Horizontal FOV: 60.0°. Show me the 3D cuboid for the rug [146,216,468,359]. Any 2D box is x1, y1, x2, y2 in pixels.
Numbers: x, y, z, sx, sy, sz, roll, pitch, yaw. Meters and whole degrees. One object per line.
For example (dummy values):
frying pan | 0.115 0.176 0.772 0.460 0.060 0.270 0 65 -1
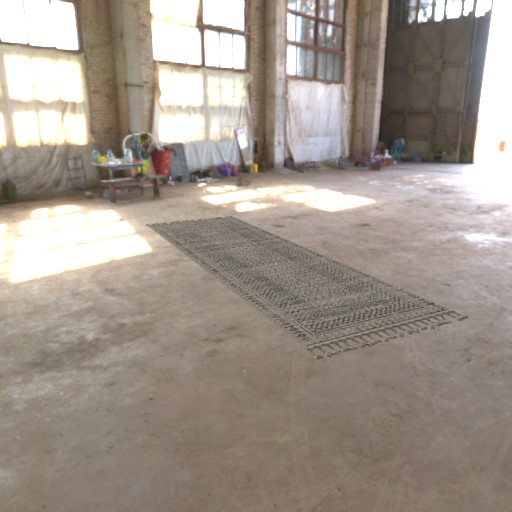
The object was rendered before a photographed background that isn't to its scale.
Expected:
rug | 0.000 0.000 2.756 0.786 0.013 2.480 -8 18 -26
